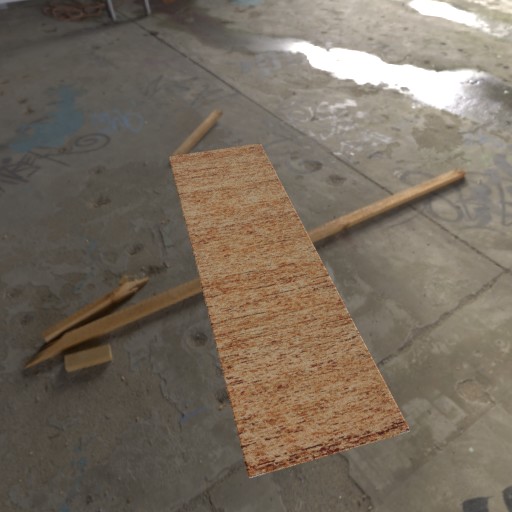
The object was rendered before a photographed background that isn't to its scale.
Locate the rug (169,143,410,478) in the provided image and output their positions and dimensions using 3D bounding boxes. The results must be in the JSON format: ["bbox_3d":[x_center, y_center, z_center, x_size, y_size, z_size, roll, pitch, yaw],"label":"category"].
[{"bbox_3d":[0.000,0.000,2.479,0.680,0.014,2.237,-11,47,-11],"label":"rug"}]
